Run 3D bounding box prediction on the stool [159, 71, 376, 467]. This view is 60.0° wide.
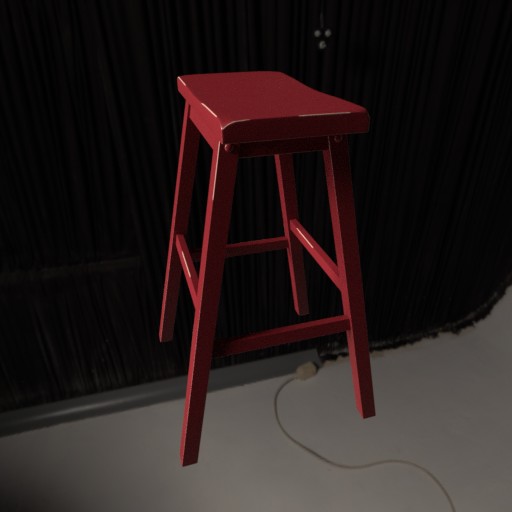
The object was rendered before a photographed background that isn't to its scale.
[{"bbox_3d":[0.000,0.000,1.031,0.476,0.737,0.457,-9,32,-14],"label":"stool"}]
